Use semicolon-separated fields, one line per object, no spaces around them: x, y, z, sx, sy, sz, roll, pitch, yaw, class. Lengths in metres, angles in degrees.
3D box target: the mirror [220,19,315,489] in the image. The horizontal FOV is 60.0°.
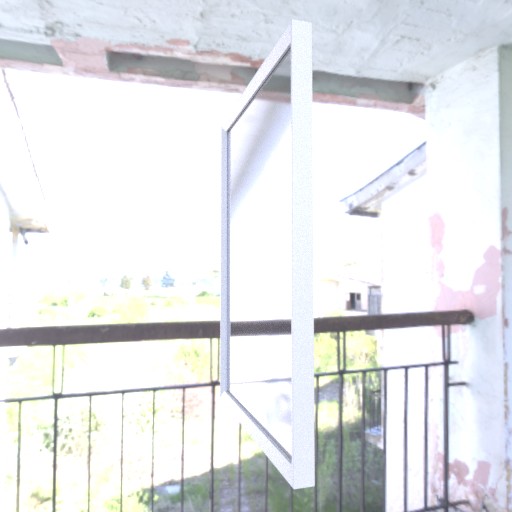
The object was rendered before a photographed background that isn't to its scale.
0.000;0.000;0.916;0.039;0.710;0.507;1;-3;-17;mirror
